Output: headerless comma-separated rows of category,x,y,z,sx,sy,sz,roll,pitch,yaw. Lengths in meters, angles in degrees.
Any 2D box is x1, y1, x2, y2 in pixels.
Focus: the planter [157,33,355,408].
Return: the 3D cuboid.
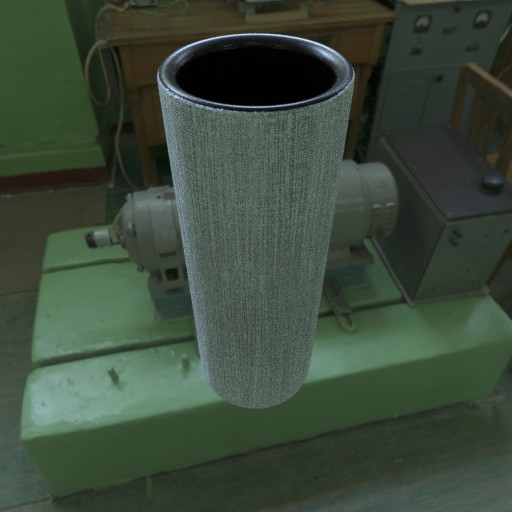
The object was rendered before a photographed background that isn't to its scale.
planter,0.000,0.000,0.319,0.100,0.270,0.100,-10,45,-10
